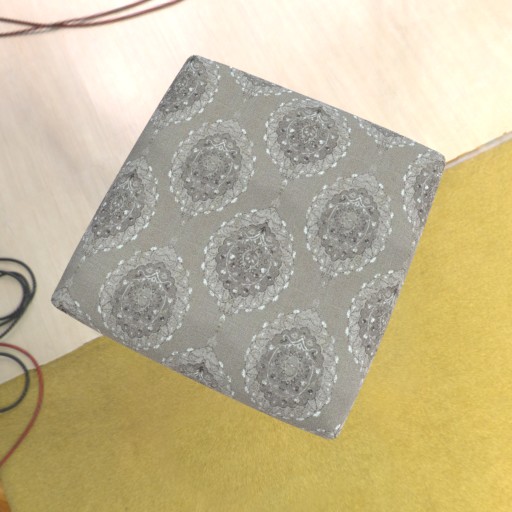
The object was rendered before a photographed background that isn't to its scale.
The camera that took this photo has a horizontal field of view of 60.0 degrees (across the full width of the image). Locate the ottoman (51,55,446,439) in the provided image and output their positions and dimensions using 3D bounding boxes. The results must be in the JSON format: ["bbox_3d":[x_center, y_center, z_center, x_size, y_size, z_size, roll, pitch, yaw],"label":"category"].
[{"bbox_3d":[0.000,0.000,0.894,0.497,0.473,0.507,25,77,6],"label":"ottoman"}]
